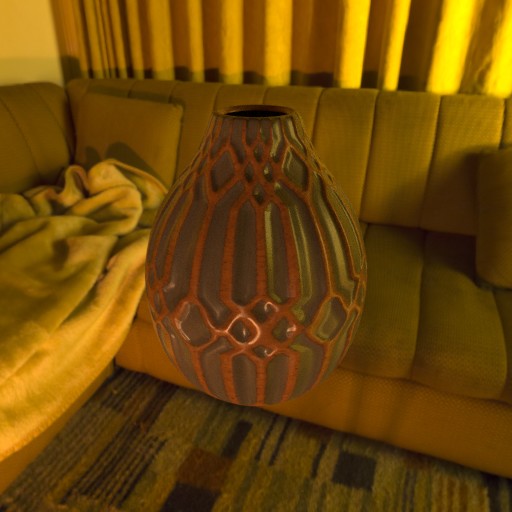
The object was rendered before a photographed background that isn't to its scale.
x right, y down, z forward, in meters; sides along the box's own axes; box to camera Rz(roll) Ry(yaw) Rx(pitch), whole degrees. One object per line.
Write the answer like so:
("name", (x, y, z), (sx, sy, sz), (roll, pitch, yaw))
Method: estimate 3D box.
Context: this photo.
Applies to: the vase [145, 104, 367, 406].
("vase", (0.000, 0.000, 0.139), (0.069, 0.088, 0.069), (0, 27, 0))
